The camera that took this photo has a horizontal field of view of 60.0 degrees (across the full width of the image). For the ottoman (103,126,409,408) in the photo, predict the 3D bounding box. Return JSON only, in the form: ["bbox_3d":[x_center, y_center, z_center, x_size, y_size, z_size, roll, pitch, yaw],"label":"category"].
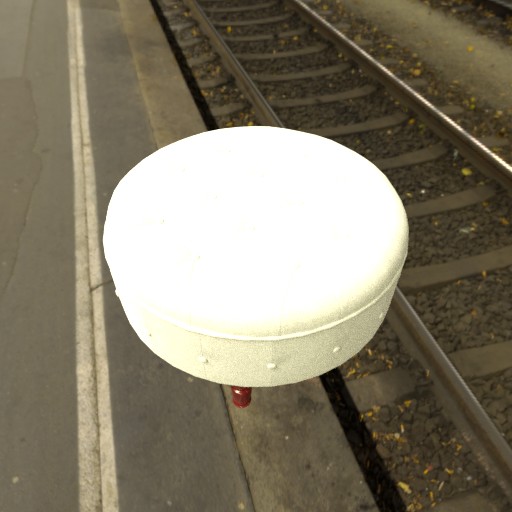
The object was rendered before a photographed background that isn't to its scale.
[{"bbox_3d":[0.000,0.000,1.384,0.850,0.483,0.850,0,45,0],"label":"ottoman"}]
